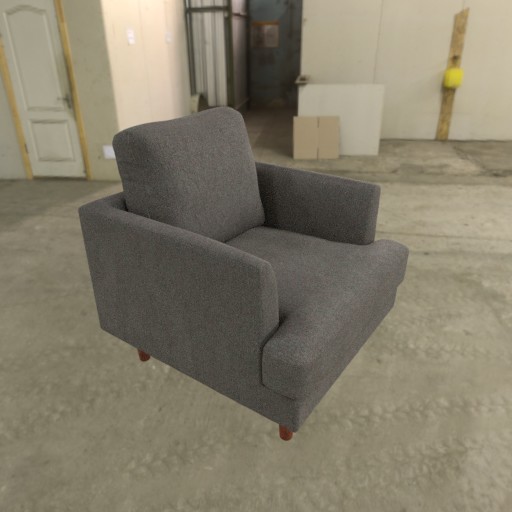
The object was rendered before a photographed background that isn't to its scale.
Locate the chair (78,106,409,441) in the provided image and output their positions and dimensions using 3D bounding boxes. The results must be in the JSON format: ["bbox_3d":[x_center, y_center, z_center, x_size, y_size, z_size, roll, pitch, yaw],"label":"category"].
[{"bbox_3d":[0.000,0.000,1.639,0.899,0.957,0.858,18,32,31],"label":"chair"}]
